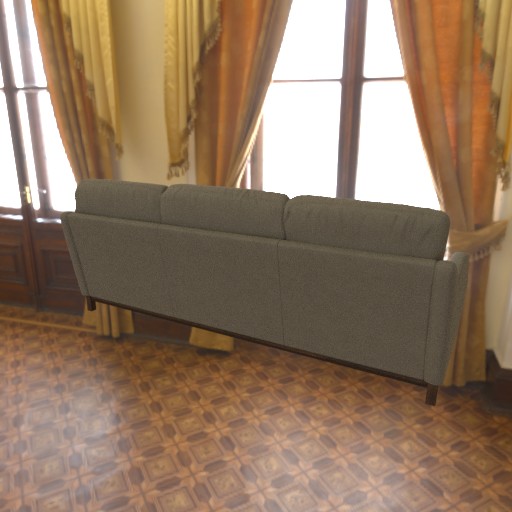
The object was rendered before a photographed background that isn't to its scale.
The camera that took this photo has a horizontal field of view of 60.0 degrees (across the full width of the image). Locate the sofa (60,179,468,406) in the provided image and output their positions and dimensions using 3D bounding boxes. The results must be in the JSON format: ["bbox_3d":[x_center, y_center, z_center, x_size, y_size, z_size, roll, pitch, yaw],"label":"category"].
[{"bbox_3d":[0.000,0.000,2.740,2.344,0.926,0.987,9,18,28],"label":"sofa"}]
